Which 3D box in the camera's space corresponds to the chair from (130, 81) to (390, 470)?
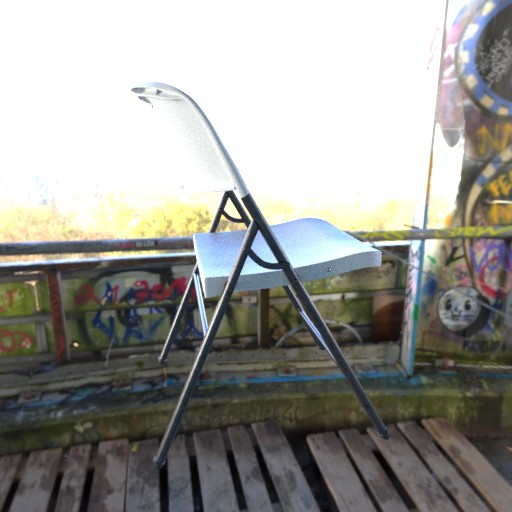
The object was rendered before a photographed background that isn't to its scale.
[{"bbox_3d":[0.000,0.000,1.137,0.566,0.810,0.494,-3,16,-10],"label":"chair"}]
